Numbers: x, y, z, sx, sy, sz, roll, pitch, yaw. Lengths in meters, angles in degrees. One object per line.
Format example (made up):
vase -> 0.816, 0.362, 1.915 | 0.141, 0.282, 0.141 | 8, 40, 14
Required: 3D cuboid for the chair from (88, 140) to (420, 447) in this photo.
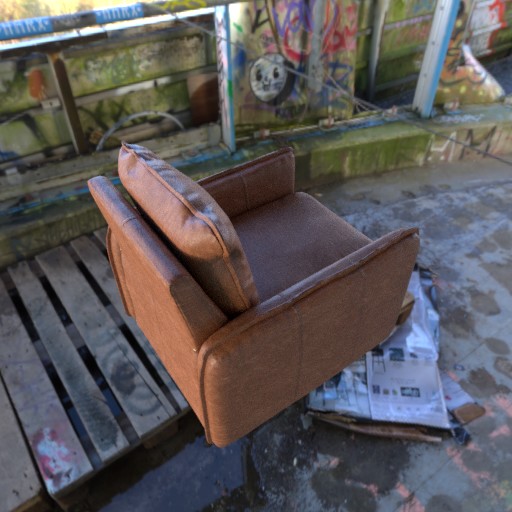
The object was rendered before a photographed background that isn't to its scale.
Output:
chair -> 0.000, 0.000, 1.659 | 0.922, 0.922, 0.830 | -25, 48, -25
